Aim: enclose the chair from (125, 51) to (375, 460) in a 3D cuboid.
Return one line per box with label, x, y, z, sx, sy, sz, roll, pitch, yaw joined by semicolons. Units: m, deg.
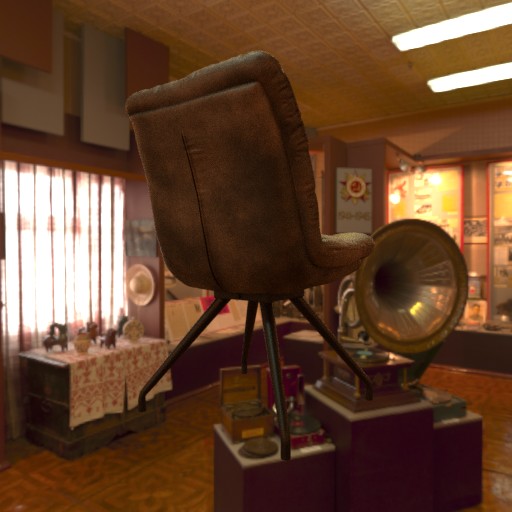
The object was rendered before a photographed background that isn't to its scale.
chair;0.000;0.000;1.272;0.549;0.870;0.622;1;1;36
